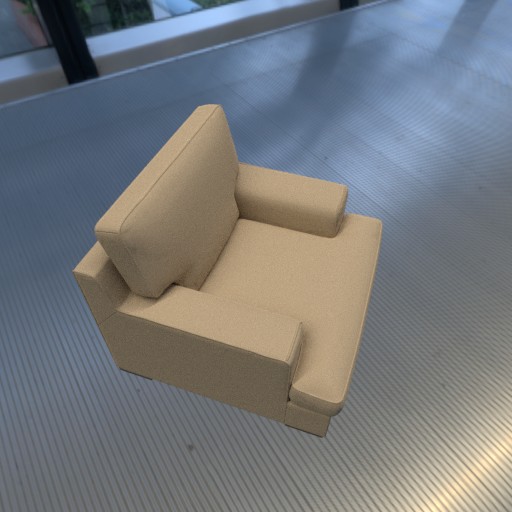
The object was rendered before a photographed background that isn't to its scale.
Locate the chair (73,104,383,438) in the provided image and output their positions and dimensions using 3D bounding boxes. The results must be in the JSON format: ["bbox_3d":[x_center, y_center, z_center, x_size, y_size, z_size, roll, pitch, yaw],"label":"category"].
[{"bbox_3d":[0.000,0.000,2.182,1.274,1.005,1.293,8,47,8],"label":"chair"}]
